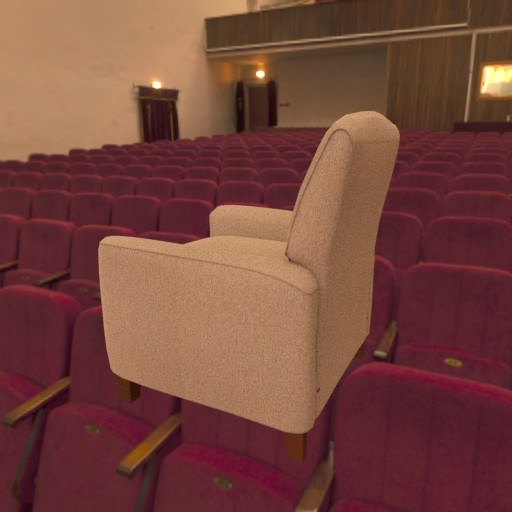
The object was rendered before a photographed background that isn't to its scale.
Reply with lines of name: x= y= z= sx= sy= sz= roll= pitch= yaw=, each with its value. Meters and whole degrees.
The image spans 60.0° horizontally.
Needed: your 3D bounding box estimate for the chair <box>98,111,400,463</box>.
chair: x=0.000 y=0.000 z=1.657 sx=0.864 sy=1.014 sz=0.848 roll=8 pitch=17 yaw=26
